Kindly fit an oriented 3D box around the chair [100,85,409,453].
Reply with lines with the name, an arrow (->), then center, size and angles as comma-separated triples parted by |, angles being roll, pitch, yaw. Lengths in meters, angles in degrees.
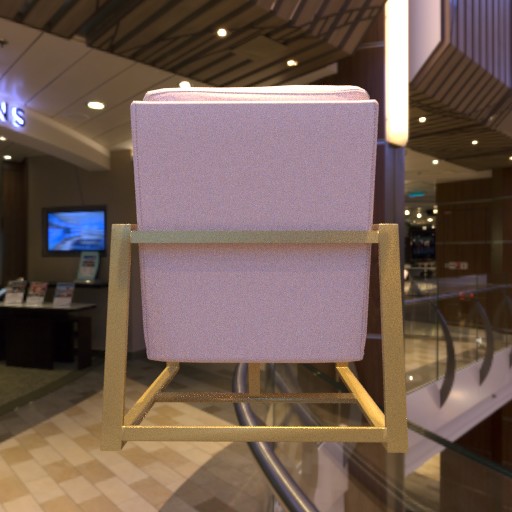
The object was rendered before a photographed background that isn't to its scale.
chair -> 0.000, 0.000, 1.489 | 0.758, 0.956, 0.813 | 0, 0, 1
